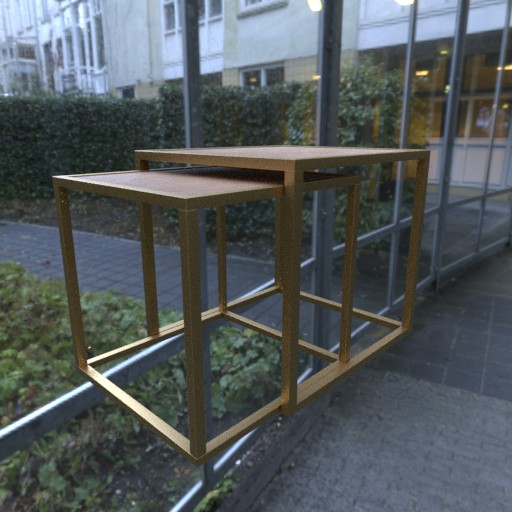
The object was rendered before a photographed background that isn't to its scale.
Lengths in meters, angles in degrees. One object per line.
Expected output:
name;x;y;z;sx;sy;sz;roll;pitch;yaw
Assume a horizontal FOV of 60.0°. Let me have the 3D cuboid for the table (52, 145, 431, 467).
table;0.000;0.000;1.096;0.505;0.505;0.762;14;21;42
